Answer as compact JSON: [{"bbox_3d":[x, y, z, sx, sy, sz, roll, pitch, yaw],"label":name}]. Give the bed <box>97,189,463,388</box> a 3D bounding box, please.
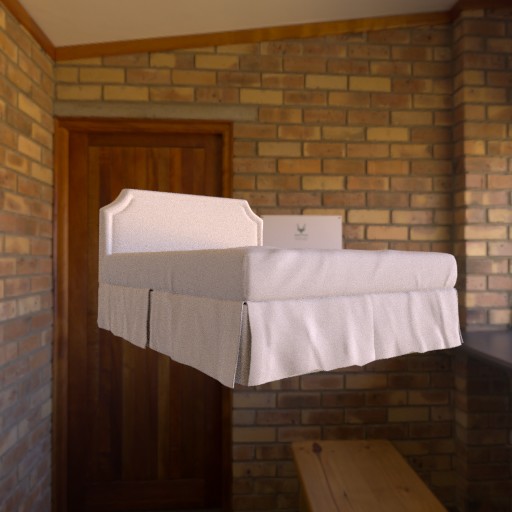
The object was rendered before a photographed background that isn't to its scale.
[{"bbox_3d":[0.000,0.000,3.615,1.977,1.293,2.498,0,-1,-35],"label":"bed"}]
